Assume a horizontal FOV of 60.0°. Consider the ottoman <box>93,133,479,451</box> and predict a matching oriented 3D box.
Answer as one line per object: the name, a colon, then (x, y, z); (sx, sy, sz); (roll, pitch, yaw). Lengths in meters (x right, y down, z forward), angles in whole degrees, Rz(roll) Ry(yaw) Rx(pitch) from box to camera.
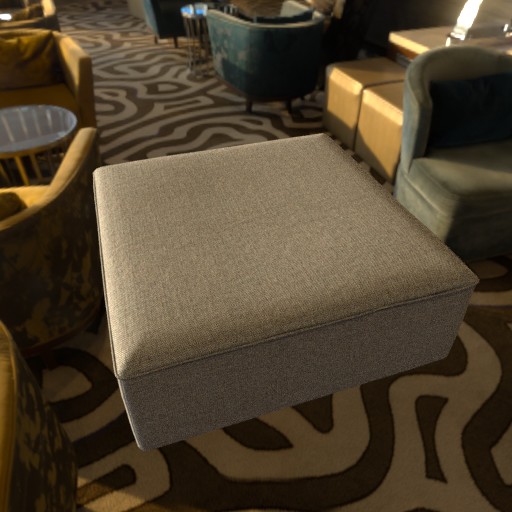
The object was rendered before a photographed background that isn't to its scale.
ottoman: (0.000, 0.000, 1.579); (1.017, 0.423, 1.023); (-12, 42, -14)
